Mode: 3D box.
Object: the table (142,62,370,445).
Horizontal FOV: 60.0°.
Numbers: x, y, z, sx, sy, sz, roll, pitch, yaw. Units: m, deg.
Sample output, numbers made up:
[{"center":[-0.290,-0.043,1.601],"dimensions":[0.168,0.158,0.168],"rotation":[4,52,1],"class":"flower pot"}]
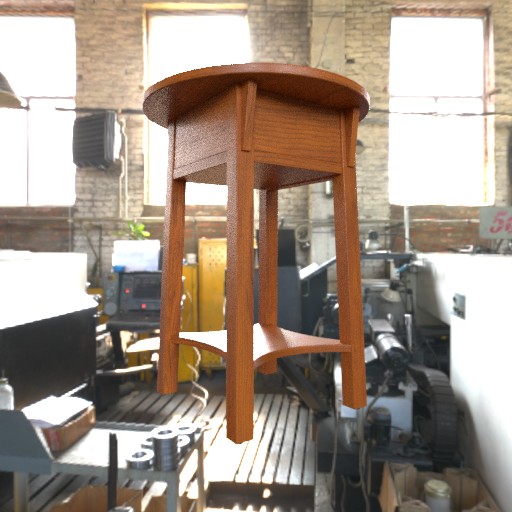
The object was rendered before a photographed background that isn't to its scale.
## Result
[{"center":[0.000,0.000,0.922],"dimensions":[0.457,0.610,0.457],"rotation":[0,1,0],"class":"table"}]
